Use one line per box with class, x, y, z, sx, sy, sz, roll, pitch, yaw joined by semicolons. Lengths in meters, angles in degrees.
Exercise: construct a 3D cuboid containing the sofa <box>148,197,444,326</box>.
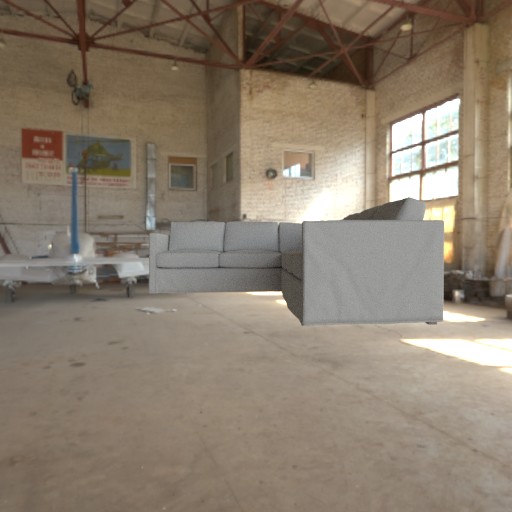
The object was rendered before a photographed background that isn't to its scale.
sofa;0.000;0.000;4.436;2.432;0.871;3.182;0;1;0
